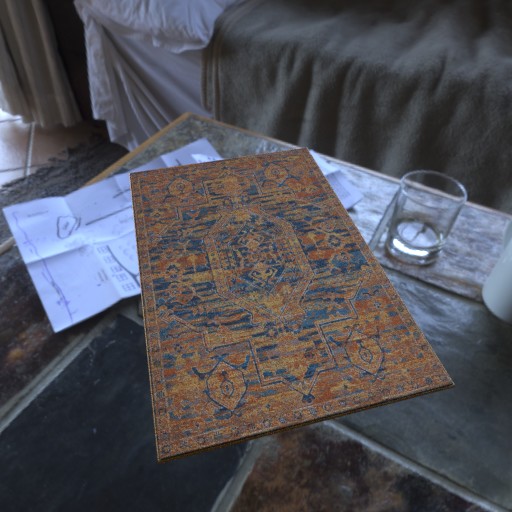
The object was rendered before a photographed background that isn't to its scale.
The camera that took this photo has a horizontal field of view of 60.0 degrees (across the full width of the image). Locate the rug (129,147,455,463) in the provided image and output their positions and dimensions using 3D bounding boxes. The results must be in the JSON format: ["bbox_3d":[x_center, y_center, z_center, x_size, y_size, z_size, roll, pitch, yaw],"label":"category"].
[{"bbox_3d":[0.000,0.000,2.214,1.148,0.013,1.758,-10,47,-10],"label":"rug"}]
